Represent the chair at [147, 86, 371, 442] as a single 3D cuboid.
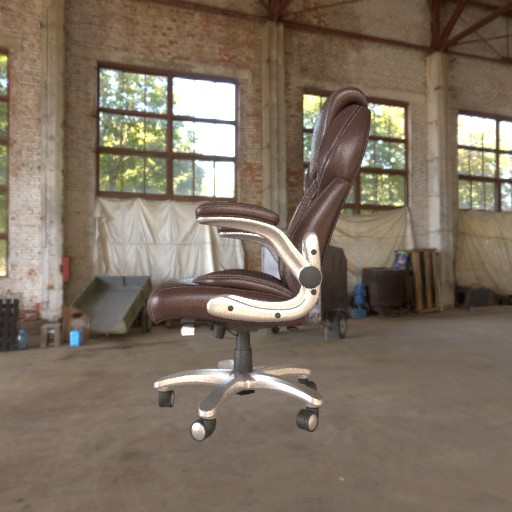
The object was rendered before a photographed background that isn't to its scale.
[{"bbox_3d":[0.000,0.000,1.674,0.774,1.160,0.733,0,-1,1],"label":"chair"}]
